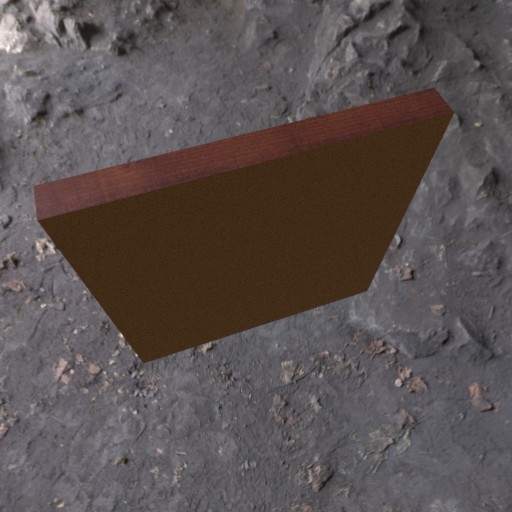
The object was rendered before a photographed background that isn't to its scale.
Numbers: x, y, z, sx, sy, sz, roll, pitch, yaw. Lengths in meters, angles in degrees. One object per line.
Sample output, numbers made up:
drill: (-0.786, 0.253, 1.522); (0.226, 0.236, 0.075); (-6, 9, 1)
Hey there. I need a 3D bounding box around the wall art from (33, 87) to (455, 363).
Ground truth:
wall art: (0.000, 0.000, 0.565); (0.386, 0.385, 0.038); (-16, 61, -10)
